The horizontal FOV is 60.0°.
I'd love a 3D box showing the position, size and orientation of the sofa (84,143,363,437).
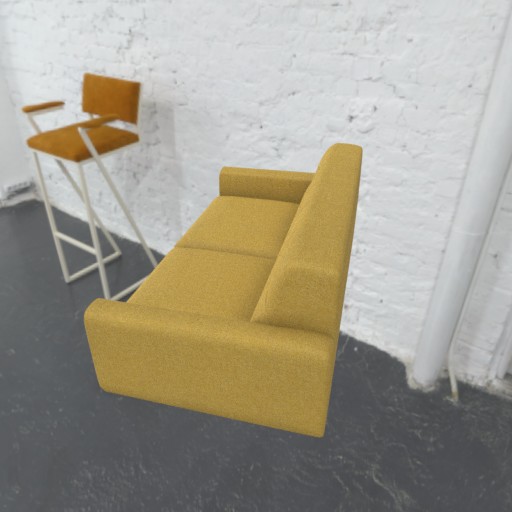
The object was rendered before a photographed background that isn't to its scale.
[{"bbox_3d":[0.000,0.000,2.223,0.909,0.841,1.631,7,31,12],"label":"sofa"}]
